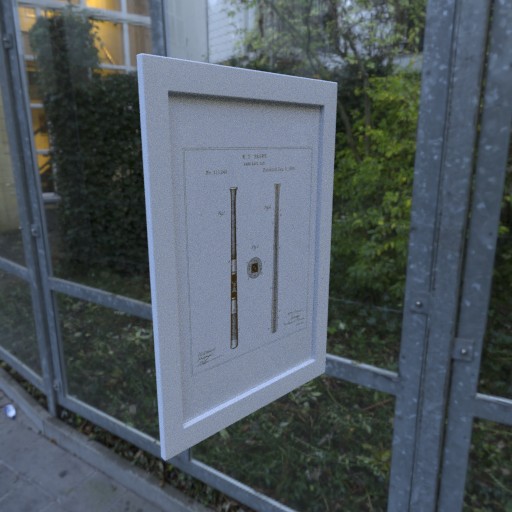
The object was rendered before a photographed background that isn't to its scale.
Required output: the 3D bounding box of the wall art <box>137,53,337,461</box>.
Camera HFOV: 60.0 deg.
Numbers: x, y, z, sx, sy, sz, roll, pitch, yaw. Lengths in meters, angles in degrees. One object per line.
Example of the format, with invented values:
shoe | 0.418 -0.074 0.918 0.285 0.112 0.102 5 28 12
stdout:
wall art | 0.000 0.000 0.620 0.329 0.482 0.011 -13 19 -42
